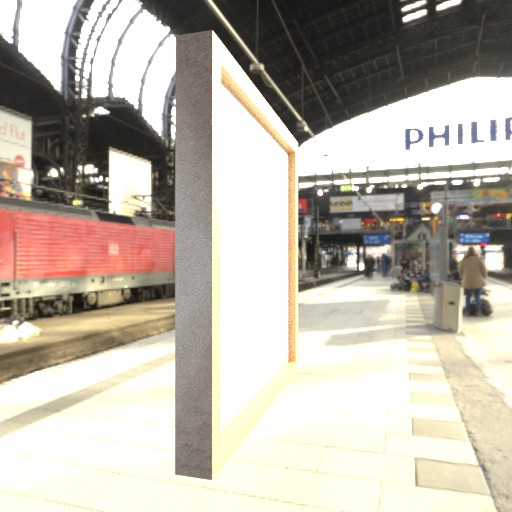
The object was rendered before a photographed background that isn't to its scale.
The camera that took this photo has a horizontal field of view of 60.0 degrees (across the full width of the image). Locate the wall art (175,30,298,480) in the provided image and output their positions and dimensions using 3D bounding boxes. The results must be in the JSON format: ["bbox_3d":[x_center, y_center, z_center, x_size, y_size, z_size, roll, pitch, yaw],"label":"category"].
[{"bbox_3d":[0.000,0.000,0.448,0.028,0.303,0.303,0,0,16],"label":"wall art"}]
